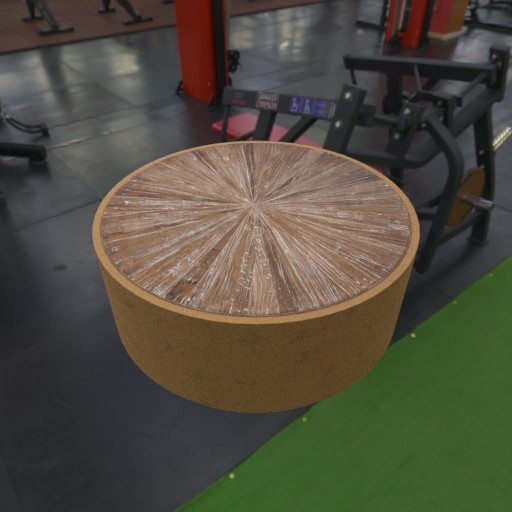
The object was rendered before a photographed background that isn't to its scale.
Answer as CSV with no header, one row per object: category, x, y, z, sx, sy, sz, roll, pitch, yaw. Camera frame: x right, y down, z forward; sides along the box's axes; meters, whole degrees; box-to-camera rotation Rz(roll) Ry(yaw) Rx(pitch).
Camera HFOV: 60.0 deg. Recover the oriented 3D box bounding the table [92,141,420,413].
table,0.000,0.000,1.532,1.001,0.409,1.001,0,39,0
